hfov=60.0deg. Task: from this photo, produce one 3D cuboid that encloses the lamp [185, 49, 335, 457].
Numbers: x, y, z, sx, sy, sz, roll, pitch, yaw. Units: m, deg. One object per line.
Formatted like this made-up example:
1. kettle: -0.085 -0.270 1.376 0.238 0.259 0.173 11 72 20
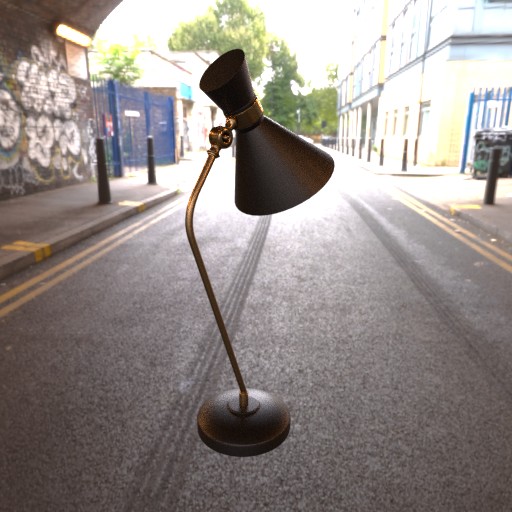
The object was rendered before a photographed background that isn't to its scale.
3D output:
1. lamp: 0.000 0.000 0.770 0.189 0.647 0.292 15 21 43
